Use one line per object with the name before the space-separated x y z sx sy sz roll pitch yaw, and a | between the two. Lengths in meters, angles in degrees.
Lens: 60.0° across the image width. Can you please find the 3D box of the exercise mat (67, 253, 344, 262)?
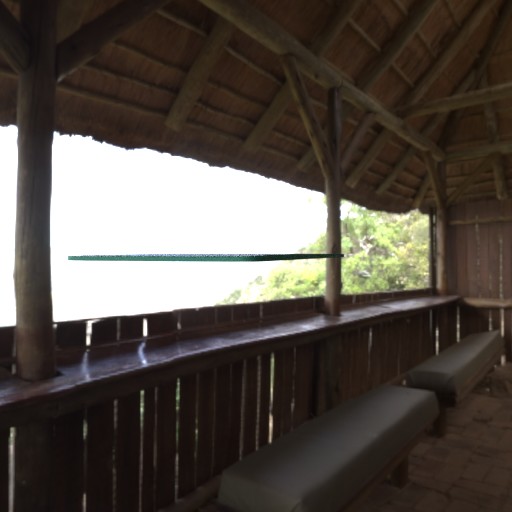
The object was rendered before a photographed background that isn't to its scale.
exercise mat | 0.000 0.000 2.083 0.616 0.021 1.869 0 0 18
